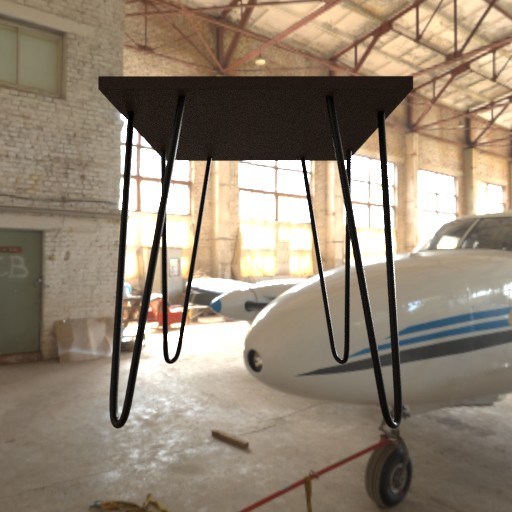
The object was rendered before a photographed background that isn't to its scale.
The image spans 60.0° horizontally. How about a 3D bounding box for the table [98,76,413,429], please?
[{"bbox_3d":[0.000,0.000,0.940,0.495,0.559,0.495,0,-1,0],"label":"table"}]
